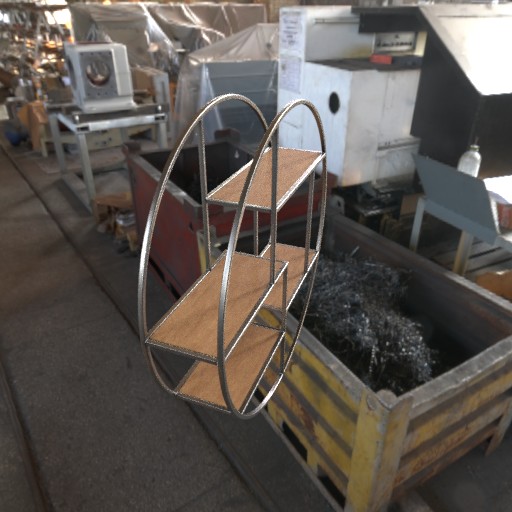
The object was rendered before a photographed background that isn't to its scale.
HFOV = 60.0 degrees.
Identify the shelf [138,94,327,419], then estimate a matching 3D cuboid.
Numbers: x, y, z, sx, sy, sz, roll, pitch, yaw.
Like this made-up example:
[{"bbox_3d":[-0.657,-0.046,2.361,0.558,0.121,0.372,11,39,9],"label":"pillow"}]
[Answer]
[{"bbox_3d":[0.000,0.000,1.309,0.202,0.888,0.888,11,32,19],"label":"shelf"}]
